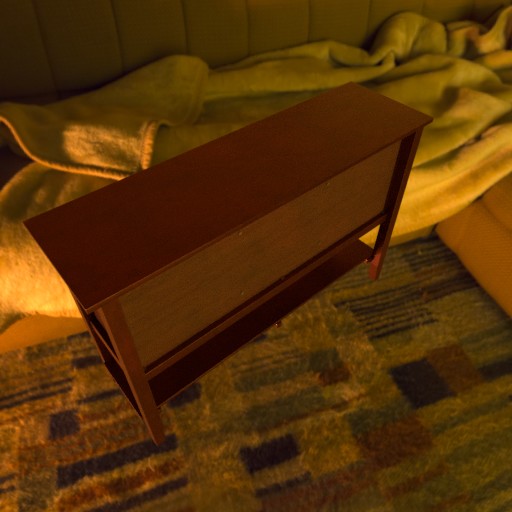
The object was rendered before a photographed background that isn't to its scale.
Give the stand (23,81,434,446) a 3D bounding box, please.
[{"bbox_3d":[0.000,0.000,1.737,1.362,0.872,0.410,-31,53,-27],"label":"stand"}]
